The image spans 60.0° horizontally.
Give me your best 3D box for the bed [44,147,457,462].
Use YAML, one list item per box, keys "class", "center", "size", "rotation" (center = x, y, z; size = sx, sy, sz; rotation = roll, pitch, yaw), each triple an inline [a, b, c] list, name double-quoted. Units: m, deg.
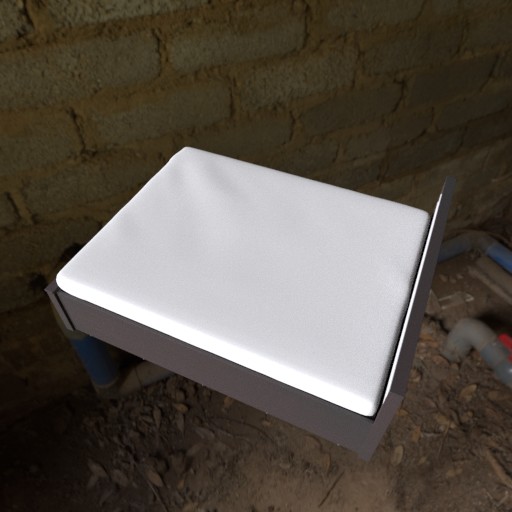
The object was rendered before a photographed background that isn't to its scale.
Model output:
- class: "bed"
  center: [0.000, 0.000, 2.944]
  size: [2.103, 0.808, 1.634]
  rotation: [18, 50, 16]
